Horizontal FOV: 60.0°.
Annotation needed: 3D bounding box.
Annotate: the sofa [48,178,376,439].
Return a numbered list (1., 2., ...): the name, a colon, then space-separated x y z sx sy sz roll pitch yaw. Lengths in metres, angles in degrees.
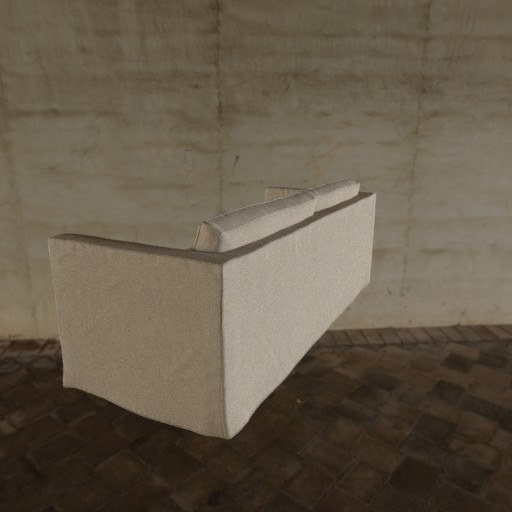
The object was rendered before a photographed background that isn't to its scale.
1. sofa: 0.000 0.000 2.774 0.956 0.847 2.296 8 17 27
